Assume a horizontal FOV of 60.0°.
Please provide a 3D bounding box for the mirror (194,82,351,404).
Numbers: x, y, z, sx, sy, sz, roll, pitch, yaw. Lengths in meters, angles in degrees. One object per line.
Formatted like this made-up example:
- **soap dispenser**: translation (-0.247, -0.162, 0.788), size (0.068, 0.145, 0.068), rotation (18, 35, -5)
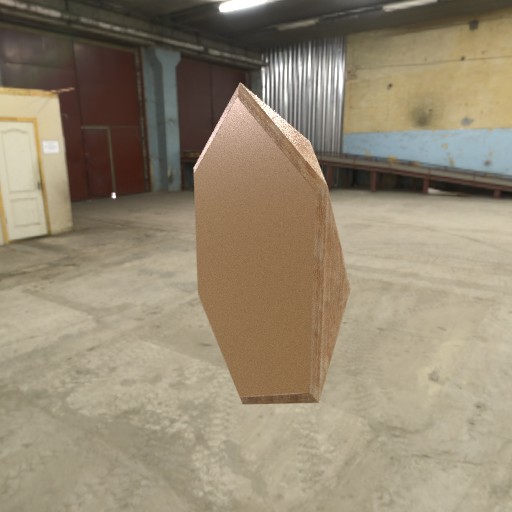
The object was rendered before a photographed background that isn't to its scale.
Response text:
- **mirror**: translation (0.000, 0.000, 1.065), size (0.091, 0.779, 0.675), rotation (-7, 15, -25)
